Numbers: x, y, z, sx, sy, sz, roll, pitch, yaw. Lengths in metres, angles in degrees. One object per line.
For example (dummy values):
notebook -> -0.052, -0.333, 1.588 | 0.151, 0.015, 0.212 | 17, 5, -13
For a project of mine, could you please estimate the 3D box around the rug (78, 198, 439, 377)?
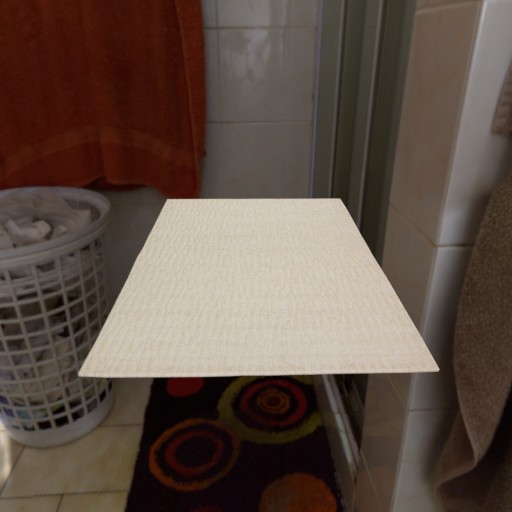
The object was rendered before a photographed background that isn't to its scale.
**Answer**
rug -> 0.000, 0.000, 2.326 | 1.238, 0.014, 1.848 | 0, 26, -1
